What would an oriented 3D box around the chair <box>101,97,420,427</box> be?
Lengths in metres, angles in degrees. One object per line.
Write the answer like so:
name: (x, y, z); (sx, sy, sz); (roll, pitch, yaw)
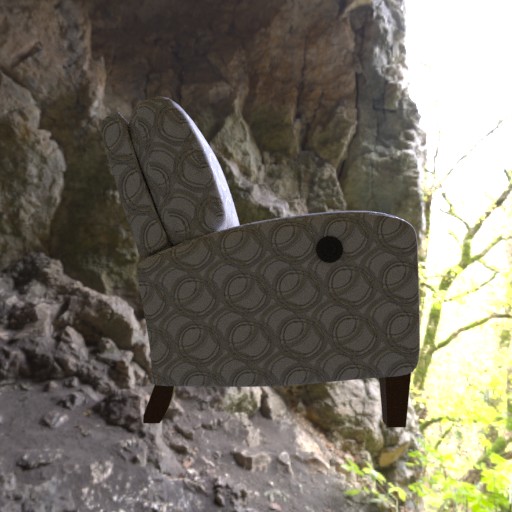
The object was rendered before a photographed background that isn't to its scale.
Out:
chair: (0.000, 0.000, 1.722); (0.995, 1.065, 0.796); (0, -1, 0)
